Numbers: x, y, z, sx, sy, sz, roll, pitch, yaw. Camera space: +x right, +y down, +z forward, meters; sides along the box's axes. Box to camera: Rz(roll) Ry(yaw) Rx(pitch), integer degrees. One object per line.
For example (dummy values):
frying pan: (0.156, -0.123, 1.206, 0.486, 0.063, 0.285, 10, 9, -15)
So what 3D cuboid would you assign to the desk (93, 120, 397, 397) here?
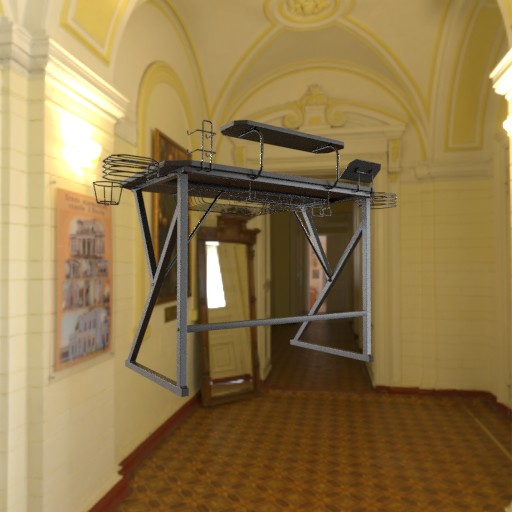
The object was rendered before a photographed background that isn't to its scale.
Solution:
desk: (0.000, 0.000, 1.797, 1.290, 0.880, 0.580, 1, -2, -35)
